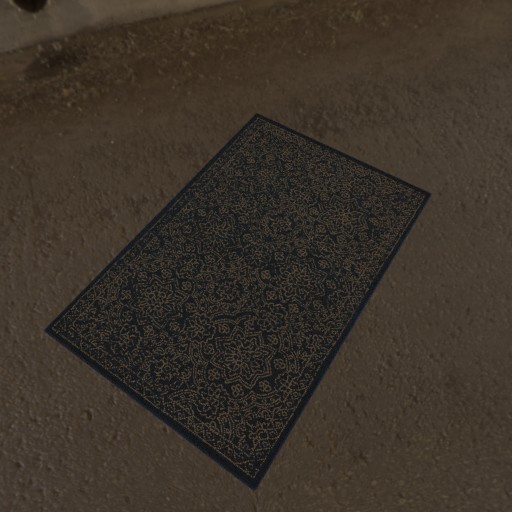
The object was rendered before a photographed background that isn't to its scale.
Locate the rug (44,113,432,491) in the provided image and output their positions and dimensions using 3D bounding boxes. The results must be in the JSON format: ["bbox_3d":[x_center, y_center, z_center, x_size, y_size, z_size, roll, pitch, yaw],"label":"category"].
[{"bbox_3d":[0.000,0.000,2.334,1.219,0.010,1.829,30,63,17],"label":"rug"}]
